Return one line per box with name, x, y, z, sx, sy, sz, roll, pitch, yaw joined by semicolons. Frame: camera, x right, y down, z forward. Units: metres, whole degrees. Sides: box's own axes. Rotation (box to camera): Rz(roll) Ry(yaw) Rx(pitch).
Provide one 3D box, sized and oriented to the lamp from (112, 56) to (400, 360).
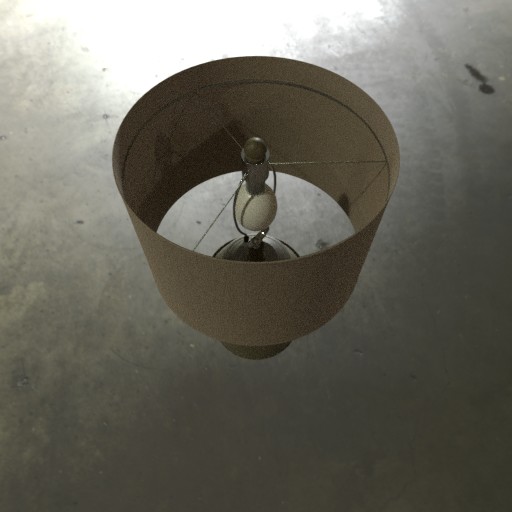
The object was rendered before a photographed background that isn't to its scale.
lamp;0.000;0.000;0.699;0.318;0.486;0.318;0;58;0
